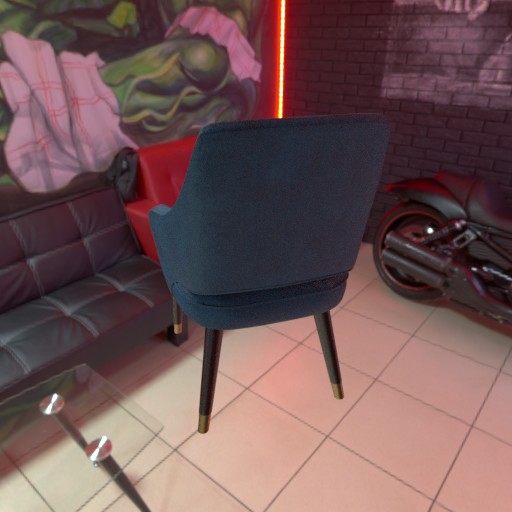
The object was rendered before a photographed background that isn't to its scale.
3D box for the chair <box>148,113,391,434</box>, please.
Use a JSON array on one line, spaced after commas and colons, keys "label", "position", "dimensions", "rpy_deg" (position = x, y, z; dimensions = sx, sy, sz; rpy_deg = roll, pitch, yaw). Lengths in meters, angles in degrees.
[{"label": "chair", "position": [0.000, 0.000, 1.581], "dimensions": [0.683, 1.081, 0.794], "rpy_deg": [-8, 28, -16]}]
